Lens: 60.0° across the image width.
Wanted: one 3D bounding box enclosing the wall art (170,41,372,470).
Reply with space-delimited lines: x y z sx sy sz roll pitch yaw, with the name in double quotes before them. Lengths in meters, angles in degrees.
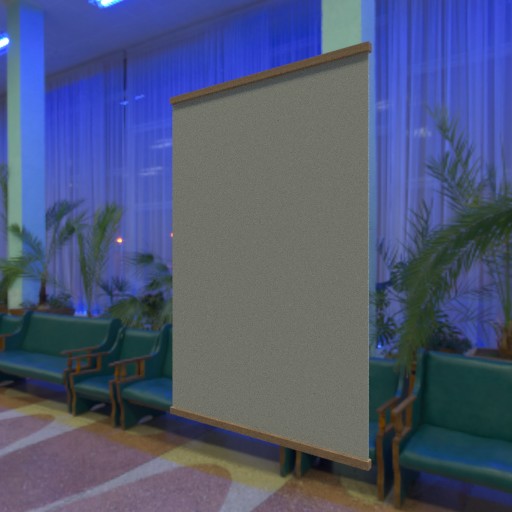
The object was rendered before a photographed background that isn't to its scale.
"wall art" 0.000 0.000 1.863 0.990 1.519 0.030 0 0 35
